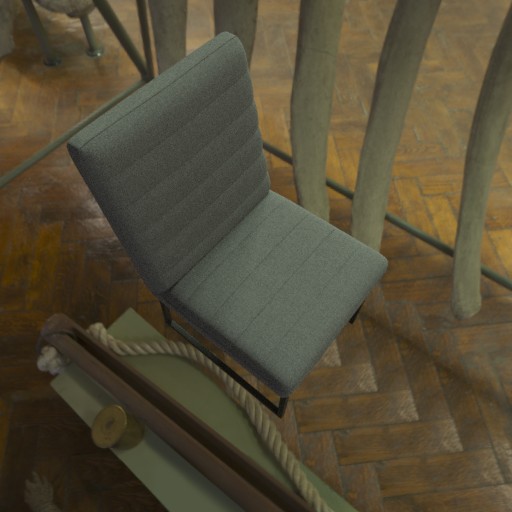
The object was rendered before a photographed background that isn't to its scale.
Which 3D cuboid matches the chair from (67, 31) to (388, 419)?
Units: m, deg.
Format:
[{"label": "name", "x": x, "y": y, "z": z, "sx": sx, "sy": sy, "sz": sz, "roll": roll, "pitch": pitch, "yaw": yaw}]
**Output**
[{"label": "chair", "x": 0.000, "y": 0.000, "z": 1.296, "sx": 0.634, "sy": 0.930, "sz": 0.520, "roll": 35, "pitch": 65, "yaw": 19}]
